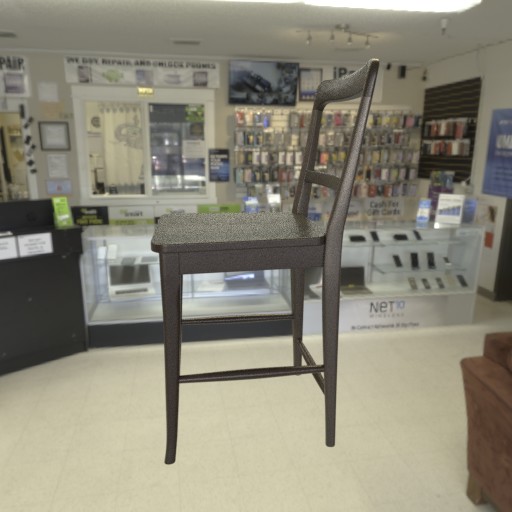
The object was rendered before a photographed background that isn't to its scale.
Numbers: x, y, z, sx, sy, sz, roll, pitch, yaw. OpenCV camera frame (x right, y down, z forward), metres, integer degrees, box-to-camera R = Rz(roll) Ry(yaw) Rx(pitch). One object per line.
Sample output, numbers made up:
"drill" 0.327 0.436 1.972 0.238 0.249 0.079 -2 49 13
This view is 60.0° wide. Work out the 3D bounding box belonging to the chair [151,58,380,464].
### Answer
"chair" 0.000 0.000 1.262 0.546 0.991 0.450 -2 15 -8
